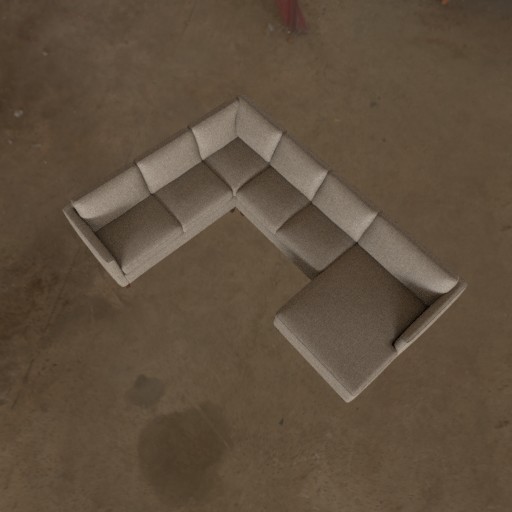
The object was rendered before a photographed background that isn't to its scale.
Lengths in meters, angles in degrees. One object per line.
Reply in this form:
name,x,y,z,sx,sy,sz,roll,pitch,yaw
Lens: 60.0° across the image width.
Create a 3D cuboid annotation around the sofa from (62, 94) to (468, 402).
sofa,0.000,0.000,4.682,2.551,0.889,3.403,-38,69,-17
